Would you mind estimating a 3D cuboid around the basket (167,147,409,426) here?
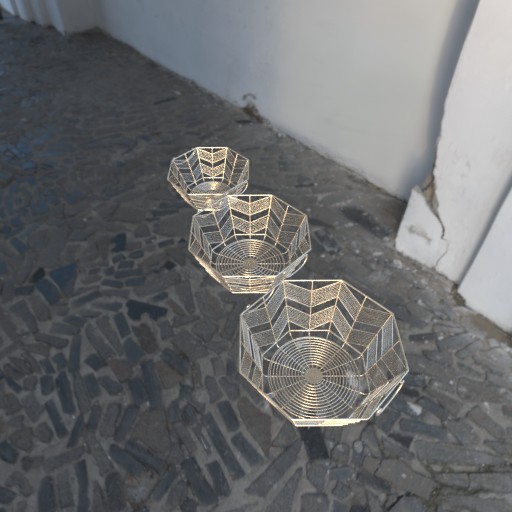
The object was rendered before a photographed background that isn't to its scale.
[{"bbox_3d":[0.000,0.000,1.419,0.432,0.178,1.246,-17,49,-16],"label":"basket"}]
